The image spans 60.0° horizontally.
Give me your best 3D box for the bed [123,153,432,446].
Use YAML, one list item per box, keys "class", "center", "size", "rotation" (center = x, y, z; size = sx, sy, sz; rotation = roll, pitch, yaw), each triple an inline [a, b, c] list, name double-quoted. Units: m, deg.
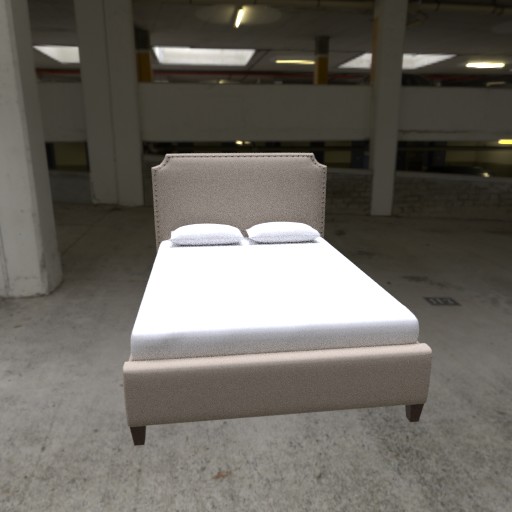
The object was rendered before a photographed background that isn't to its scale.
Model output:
- class: "bed"
  center: [0.000, 0.000, 3.404]
  size: [1.713, 1.443, 2.372]
  rotation: [-2, 16, -7]
